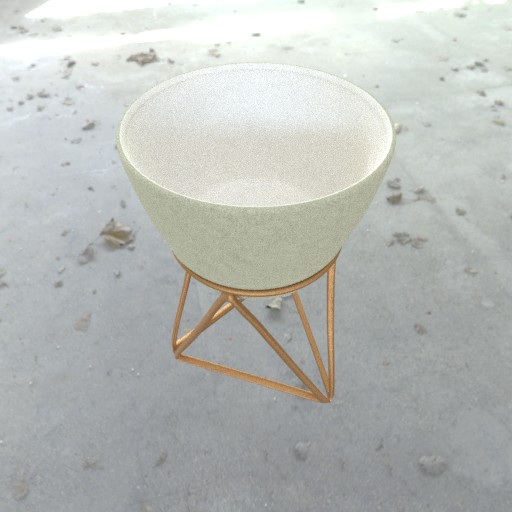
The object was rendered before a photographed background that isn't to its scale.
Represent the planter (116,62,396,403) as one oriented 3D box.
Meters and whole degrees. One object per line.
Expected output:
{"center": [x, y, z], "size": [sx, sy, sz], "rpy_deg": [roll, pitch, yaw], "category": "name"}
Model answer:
{"center": [0.000, 0.000, 0.747], "size": [0.350, 0.504, 0.350], "rpy_deg": [-9, 47, -9], "category": "planter"}
